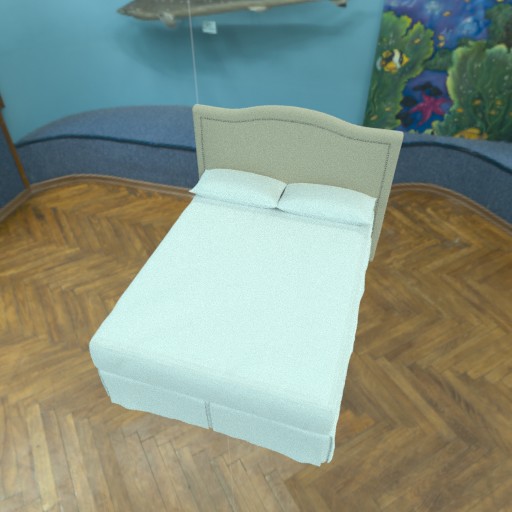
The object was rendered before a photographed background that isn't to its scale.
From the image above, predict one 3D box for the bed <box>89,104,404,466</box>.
[{"bbox_3d":[0.000,0.000,3.309,1.753,1.460,2.143,12,43,13],"label":"bed"}]
